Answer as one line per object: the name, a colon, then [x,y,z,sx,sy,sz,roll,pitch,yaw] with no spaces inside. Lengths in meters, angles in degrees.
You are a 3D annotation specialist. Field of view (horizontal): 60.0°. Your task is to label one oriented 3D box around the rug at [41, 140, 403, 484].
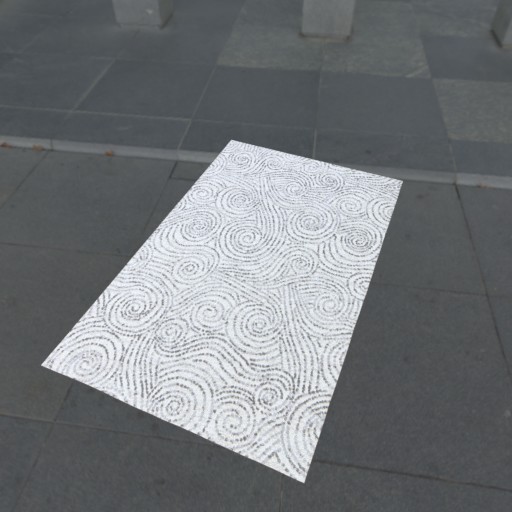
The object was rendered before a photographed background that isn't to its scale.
rug: [0.000,0.000,2.988,1.524,0.005,2.439,17,49,16]
